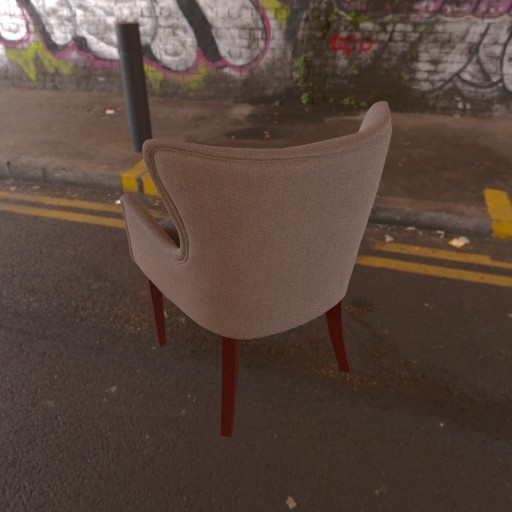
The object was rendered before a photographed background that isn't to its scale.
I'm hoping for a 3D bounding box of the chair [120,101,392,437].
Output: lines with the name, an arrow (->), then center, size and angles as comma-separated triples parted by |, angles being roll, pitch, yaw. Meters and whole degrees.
chair -> 0.000, 0.000, 1.440 | 0.732, 0.948, 0.677 | -19, 36, -28
